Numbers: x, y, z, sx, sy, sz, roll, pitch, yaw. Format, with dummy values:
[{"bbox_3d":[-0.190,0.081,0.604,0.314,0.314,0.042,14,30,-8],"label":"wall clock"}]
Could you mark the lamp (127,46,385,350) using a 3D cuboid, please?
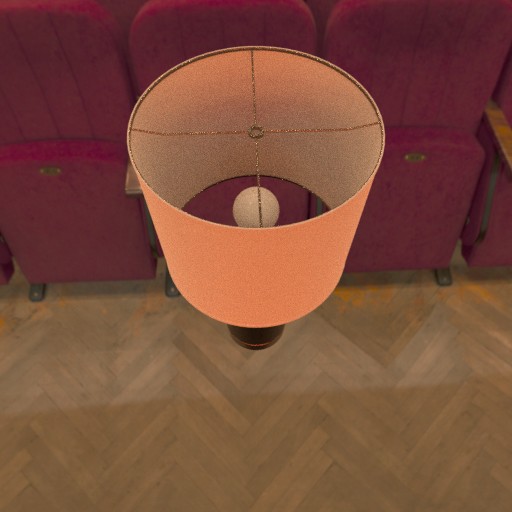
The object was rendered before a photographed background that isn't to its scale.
[{"bbox_3d":[0.000,0.000,0.624,0.240,0.482,0.241,-2,59,-1],"label":"lamp"}]
